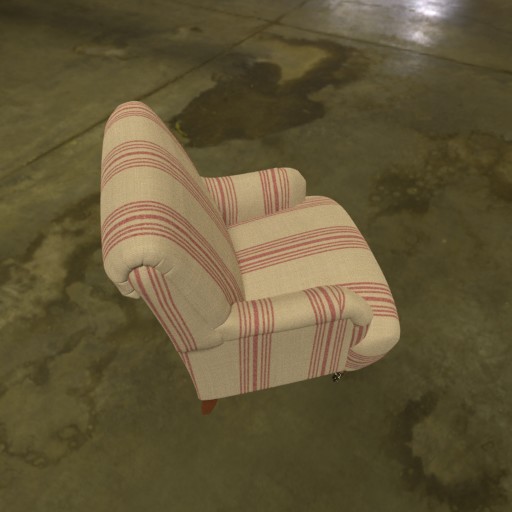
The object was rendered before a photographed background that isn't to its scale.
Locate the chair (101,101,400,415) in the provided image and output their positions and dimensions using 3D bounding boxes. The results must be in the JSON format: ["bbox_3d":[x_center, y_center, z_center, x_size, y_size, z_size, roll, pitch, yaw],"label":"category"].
[{"bbox_3d":[0.000,0.000,1.879,1.058,1.123,0.933,-9,46,-9],"label":"chair"}]
